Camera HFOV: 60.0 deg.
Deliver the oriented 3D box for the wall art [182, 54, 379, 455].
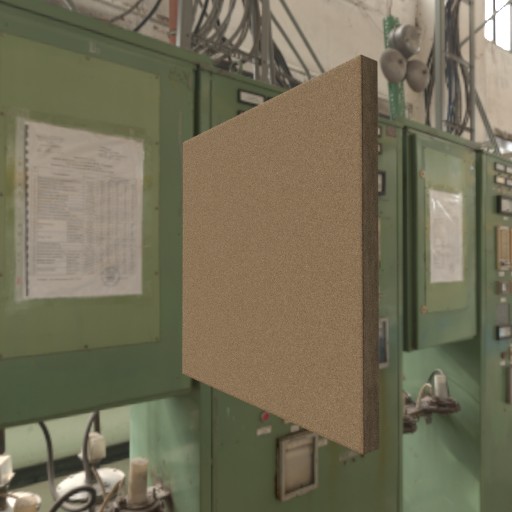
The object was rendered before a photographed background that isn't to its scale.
[{"bbox_3d":[0.000,0.000,1.148,0.050,0.751,0.749,1,-1,-36],"label":"wall art"}]
